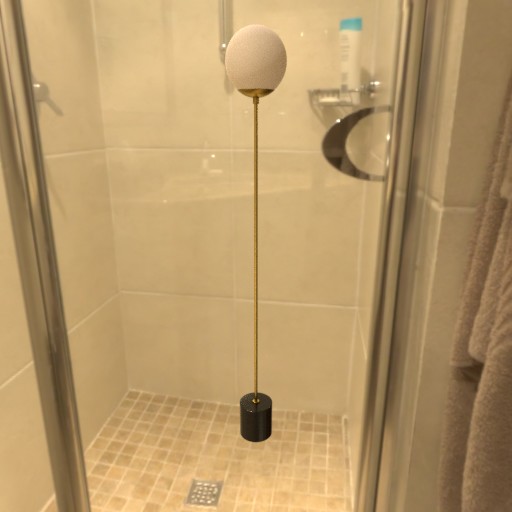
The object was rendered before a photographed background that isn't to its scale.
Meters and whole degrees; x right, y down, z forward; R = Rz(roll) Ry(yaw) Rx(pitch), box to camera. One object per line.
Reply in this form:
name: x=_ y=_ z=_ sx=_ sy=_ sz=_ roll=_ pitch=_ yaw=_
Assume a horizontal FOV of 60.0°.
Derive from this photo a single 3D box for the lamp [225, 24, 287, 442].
lamp: x=0.000 y=0.000 z=1.859 sx=0.229 sy=1.748 sz=0.229 roll=-9 pitch=19 yaw=-26
